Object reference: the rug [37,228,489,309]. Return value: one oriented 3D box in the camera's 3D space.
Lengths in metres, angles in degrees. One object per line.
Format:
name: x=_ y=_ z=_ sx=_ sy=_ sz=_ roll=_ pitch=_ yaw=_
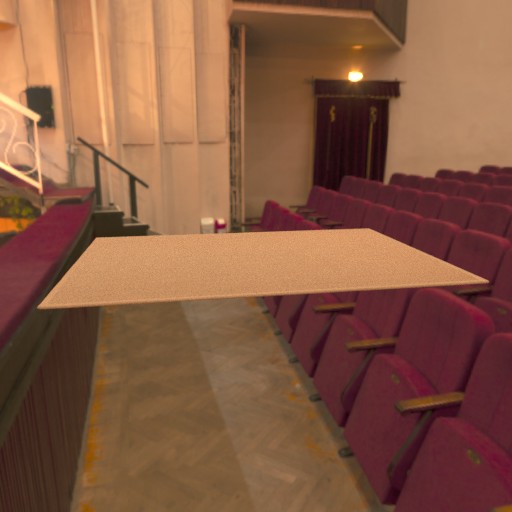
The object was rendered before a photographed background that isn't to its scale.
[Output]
rug: x=0.000 y=0.000 z=2.881 sx=2.244 sy=0.017 sz=1.532 roll=-2 pitch=14 yaw=-10
